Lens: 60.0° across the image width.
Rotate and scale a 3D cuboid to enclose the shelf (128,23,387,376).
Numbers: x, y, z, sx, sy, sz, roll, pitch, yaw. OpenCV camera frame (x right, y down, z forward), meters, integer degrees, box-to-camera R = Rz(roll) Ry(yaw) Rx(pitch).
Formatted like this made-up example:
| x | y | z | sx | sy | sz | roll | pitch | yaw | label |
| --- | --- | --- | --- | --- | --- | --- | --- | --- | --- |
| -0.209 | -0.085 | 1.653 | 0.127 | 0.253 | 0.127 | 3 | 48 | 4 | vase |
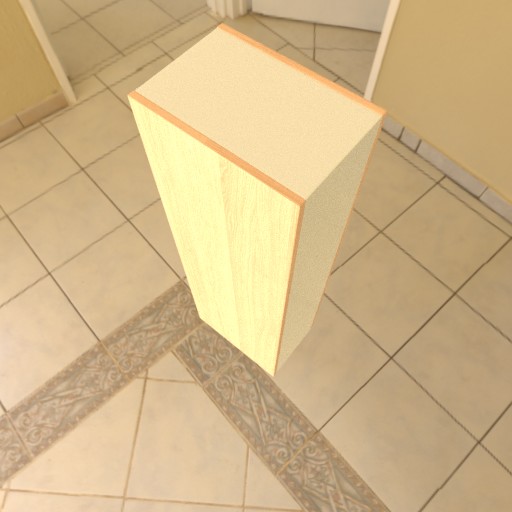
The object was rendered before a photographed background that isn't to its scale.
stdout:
| x | y | z | sx | sy | sz | roll | pitch | yaw | label |
| --- | --- | --- | --- | --- | --- | --- | --- | --- | --- |
| 0.000 | 0.000 | 0.984 | 0.290 | 0.882 | 0.197 | 36 | 68 | 17 | shelf |
